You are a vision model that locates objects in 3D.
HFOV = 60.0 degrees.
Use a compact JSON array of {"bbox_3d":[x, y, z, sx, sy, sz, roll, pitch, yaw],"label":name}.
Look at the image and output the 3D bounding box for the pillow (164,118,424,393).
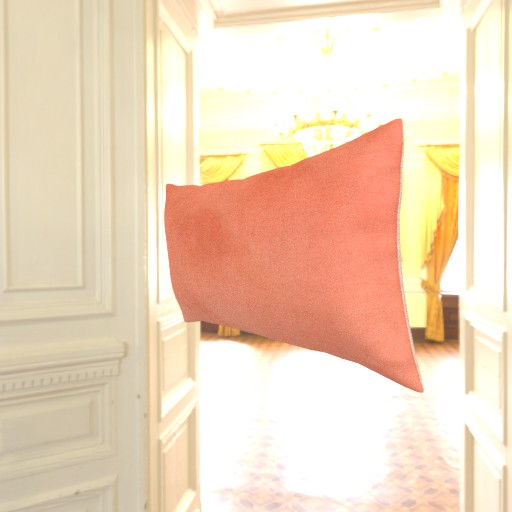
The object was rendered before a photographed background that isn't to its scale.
[{"bbox_3d":[0.000,0.000,0.739,0.155,0.307,0.608,-1,1,-36],"label":"pillow"}]
